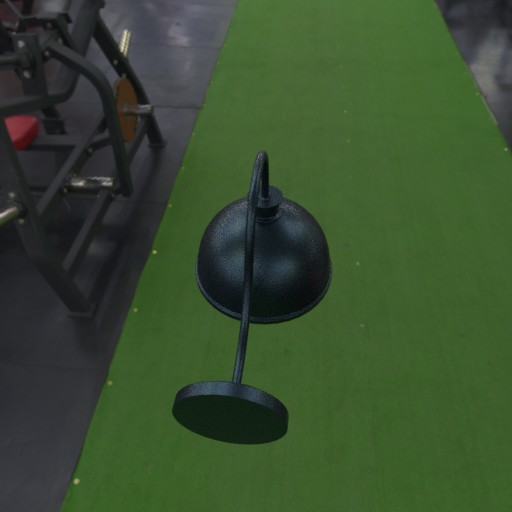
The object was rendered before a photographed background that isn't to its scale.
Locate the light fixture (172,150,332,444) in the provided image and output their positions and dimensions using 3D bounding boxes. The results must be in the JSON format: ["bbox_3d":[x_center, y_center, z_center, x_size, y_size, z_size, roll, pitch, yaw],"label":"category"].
[{"bbox_3d":[0.000,0.000,0.648,0.253,0.295,0.467,6,47,5],"label":"light fixture"}]
